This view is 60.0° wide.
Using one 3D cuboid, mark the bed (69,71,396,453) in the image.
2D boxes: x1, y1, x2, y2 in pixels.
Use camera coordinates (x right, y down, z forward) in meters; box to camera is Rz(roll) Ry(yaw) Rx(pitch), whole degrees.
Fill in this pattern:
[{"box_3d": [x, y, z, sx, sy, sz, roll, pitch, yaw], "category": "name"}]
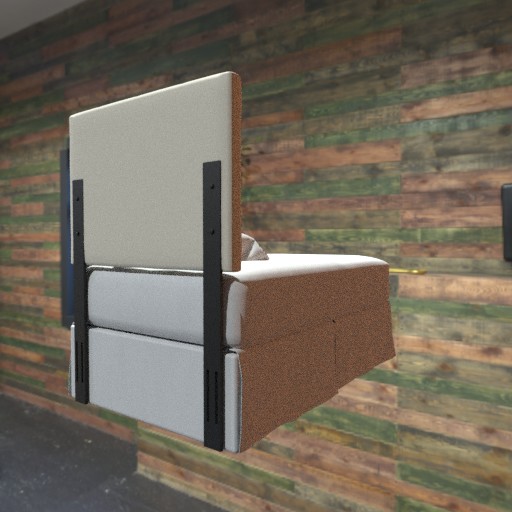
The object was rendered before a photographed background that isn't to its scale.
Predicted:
[{"box_3d": [0.000, 0.000, 2.923, 1.261, 1.571, 1.997, 1, 2, 35], "category": "bed"}]
